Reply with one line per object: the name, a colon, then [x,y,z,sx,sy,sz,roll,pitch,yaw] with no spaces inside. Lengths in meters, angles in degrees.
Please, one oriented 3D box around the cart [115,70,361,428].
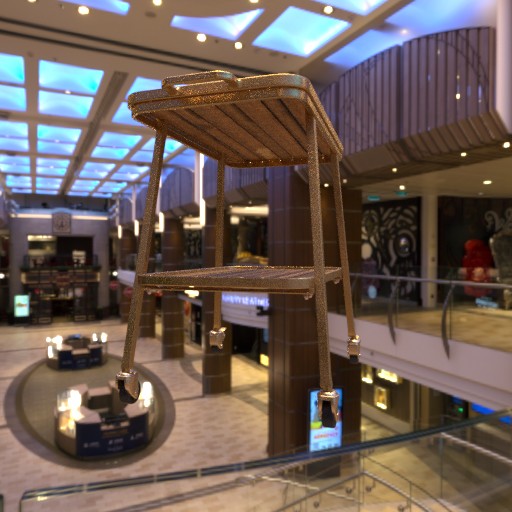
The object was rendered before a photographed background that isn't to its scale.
cart: [0.000,0.000,1.220,0.524,0.700,0.806,0,1,17]
